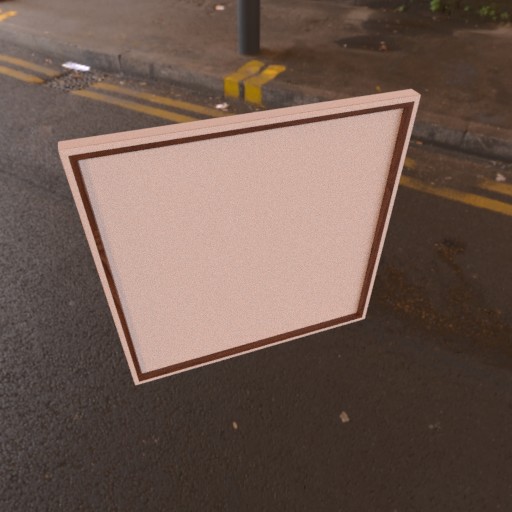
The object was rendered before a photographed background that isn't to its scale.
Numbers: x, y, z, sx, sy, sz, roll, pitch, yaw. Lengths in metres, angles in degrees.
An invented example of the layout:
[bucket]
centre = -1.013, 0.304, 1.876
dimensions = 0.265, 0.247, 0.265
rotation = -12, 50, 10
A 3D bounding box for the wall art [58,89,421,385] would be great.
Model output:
[wall art]
centre = 0.000, 0.000, 1.526
dimensions = 1.009, 1.009, 0.049
rotation = -13, 43, -14
